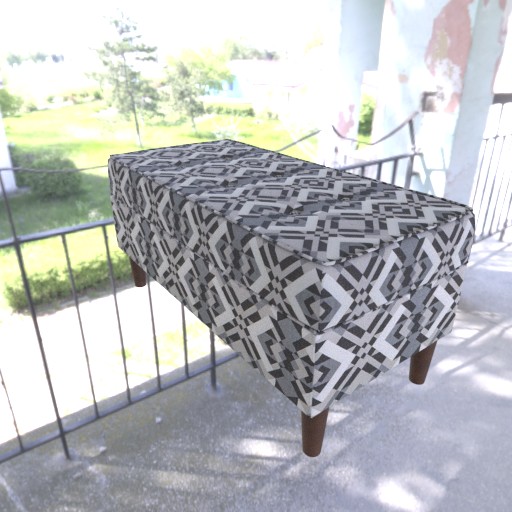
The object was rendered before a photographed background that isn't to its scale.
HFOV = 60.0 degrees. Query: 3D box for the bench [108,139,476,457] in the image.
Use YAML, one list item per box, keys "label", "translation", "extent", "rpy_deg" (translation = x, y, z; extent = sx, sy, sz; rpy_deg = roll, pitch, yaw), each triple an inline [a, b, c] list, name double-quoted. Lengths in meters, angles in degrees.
- label: "bench"
  translation: [0.000, 0.000, 1.292]
  extent: [0.492, 0.477, 1.016]
  rpy_deg: [-18, 31, -33]
